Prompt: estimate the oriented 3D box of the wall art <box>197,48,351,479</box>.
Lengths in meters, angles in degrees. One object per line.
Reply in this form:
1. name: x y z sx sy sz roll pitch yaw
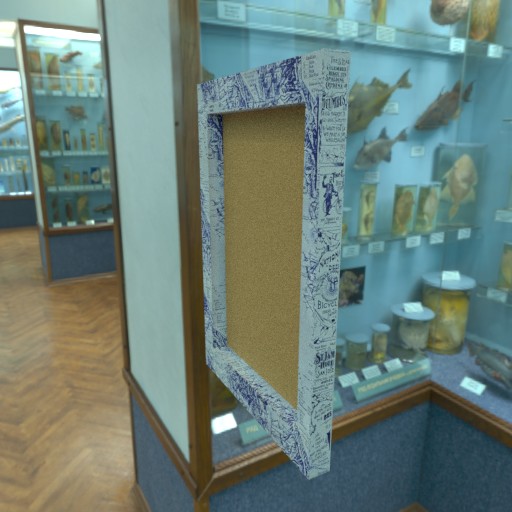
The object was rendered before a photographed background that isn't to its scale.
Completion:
1. wall art: 0.000 0.000 0.485 0.025 0.376 0.255 -8 17 -27
